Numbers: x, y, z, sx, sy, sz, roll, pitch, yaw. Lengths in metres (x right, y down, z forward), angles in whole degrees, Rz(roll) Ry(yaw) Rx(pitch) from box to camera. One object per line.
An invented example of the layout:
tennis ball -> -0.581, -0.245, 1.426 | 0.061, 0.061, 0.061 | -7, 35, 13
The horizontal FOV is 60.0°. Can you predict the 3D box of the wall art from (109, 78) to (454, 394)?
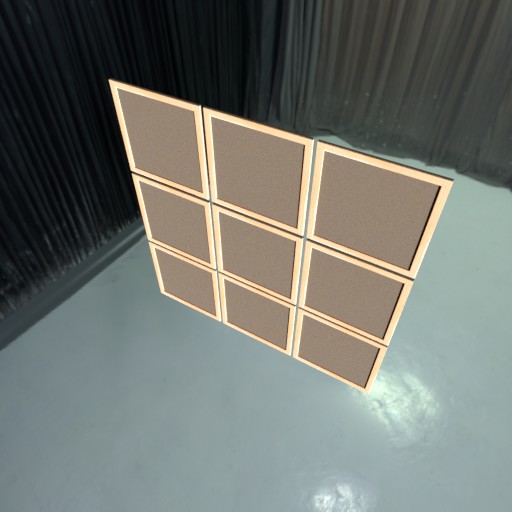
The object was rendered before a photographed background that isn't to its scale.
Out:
wall art -> 0.000, 0.000, 1.831 | 1.216, 1.218, 0.013 | 23, 50, 20
